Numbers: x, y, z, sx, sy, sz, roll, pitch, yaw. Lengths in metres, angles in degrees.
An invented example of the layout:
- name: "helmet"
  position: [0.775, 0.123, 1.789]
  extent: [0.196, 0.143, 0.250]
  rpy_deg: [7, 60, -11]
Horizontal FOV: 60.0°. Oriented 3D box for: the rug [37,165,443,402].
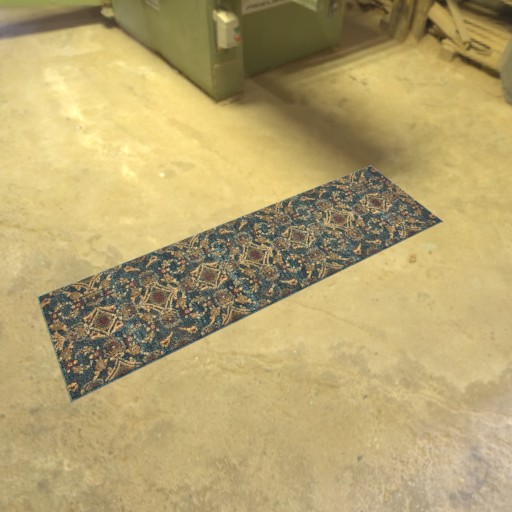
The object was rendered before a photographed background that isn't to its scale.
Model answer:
- name: "rug"
  position: [0.000, 0.000, 2.544]
  extent: [2.292, 0.014, 0.685]
  rpy_deg: [-24, 51, -20]
